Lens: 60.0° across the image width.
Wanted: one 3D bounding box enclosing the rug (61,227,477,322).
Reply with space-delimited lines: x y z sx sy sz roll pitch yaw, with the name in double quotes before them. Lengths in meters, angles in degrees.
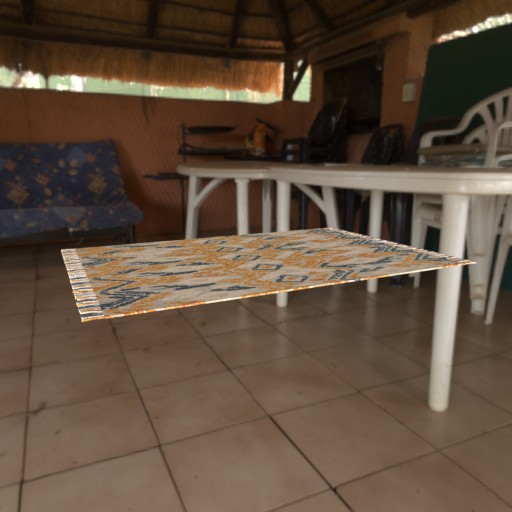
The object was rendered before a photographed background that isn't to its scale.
"rug" 0.000 0.000 2.328 1.827 0.008 1.230 -6 14 -25
